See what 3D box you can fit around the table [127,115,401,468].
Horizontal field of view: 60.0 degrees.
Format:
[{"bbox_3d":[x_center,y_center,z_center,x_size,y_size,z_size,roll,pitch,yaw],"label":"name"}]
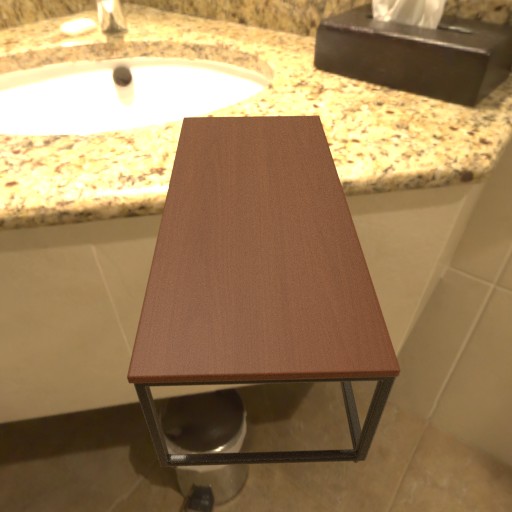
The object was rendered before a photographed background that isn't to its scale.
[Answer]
[{"bbox_3d":[0.000,0.000,1.350,0.500,0.400,1.100,-1,42,-1],"label":"table"}]
